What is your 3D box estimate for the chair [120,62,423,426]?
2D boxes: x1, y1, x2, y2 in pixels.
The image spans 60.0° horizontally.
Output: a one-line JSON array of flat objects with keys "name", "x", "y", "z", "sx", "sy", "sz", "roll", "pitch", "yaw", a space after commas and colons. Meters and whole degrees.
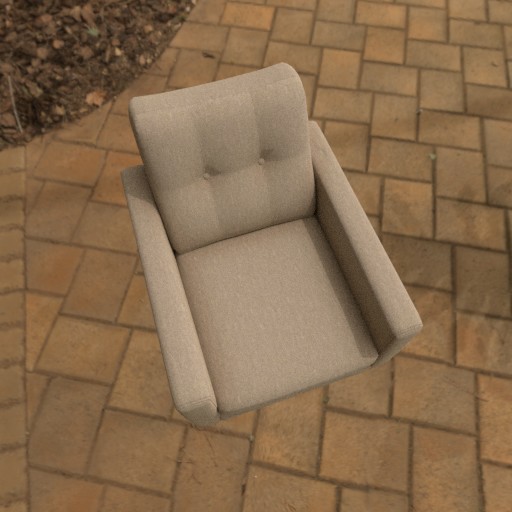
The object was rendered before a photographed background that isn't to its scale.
[{"name": "chair", "x": 0.000, "y": 0.000, "z": 1.847, "sx": 0.897, "sy": 0.965, "sz": 1.128, "roll": -17, "pitch": 65, "yaw": -8}]
